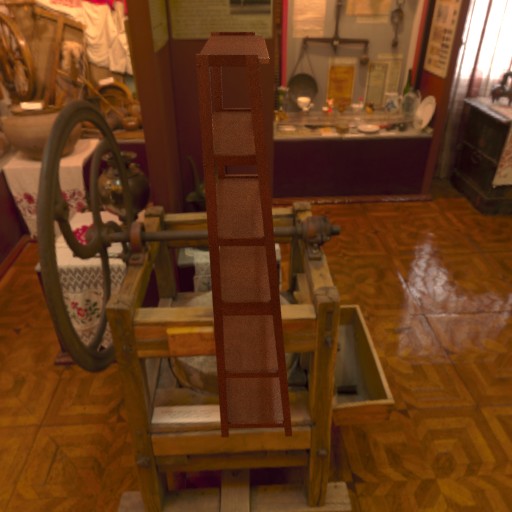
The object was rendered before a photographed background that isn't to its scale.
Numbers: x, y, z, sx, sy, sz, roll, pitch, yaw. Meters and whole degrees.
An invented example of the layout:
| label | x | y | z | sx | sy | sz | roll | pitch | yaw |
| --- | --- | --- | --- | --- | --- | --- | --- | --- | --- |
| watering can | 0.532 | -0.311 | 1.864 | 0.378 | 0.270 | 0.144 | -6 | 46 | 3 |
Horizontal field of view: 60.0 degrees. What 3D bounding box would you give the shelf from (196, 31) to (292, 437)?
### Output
| label | x | y | z | sx | sy | sz | roll | pitch | yaw |
| --- | --- | --- | --- | --- | --- | --- | --- | --- | --- |
| shelf | 0.000 | 0.000 | 2.155 | 0.382 | 1.892 | 0.660 | -1 | 32 | -1 |
